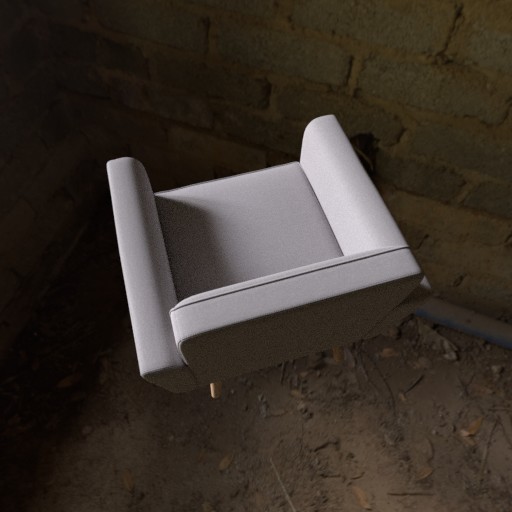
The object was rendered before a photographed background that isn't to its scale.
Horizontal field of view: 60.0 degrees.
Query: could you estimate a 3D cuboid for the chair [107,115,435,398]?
[{"bbox_3d":[0.000,0.000,1.428,0.780,0.780,0.750,-14,59,-9],"label":"chair"}]
